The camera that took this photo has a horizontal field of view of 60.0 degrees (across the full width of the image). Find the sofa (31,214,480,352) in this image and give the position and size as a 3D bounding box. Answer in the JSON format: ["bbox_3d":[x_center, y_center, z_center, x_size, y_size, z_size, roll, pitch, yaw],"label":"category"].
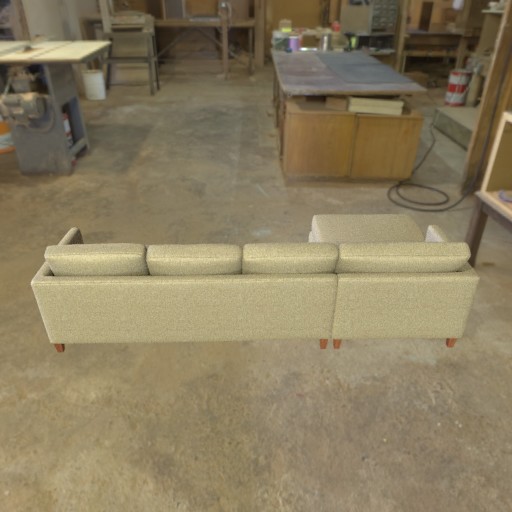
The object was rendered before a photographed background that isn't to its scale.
[{"bbox_3d":[0.000,0.000,3.851,3.201,0.876,1.502,-1,31,-1],"label":"sofa"}]
